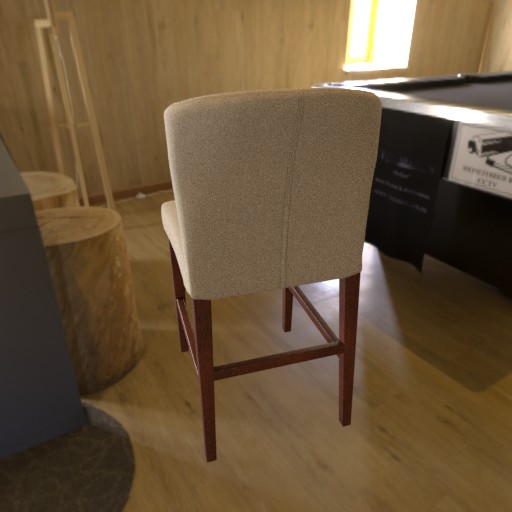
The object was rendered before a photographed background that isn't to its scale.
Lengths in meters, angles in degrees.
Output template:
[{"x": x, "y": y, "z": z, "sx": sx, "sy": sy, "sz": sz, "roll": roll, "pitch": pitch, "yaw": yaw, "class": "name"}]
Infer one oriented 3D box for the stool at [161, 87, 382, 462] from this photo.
[{"x": 0.000, "y": 0.000, "z": 1.277, "sx": 0.479, "sy": 0.968, "sz": 0.568, "roll": -8, "pitch": 29, "yaw": -15, "class": "stool"}]
